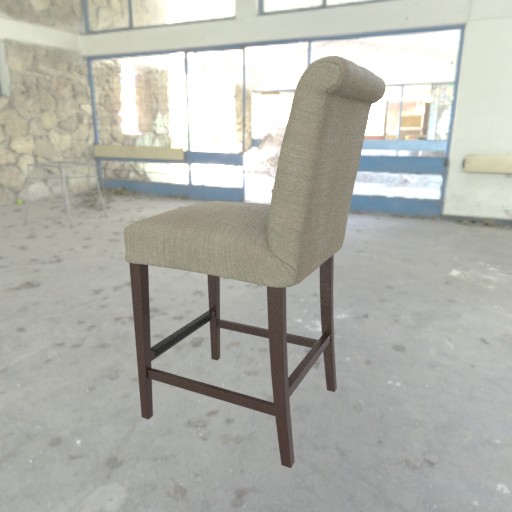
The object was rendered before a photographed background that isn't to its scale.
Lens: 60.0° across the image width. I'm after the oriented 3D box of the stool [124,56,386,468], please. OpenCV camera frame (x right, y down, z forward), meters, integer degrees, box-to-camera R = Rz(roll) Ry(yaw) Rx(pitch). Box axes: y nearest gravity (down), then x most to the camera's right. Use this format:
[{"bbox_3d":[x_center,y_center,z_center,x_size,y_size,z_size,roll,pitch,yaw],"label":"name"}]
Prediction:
[{"bbox_3d":[0.000,0.000,1.405,0.660,1.084,0.486,8,17,25],"label":"stool"}]
